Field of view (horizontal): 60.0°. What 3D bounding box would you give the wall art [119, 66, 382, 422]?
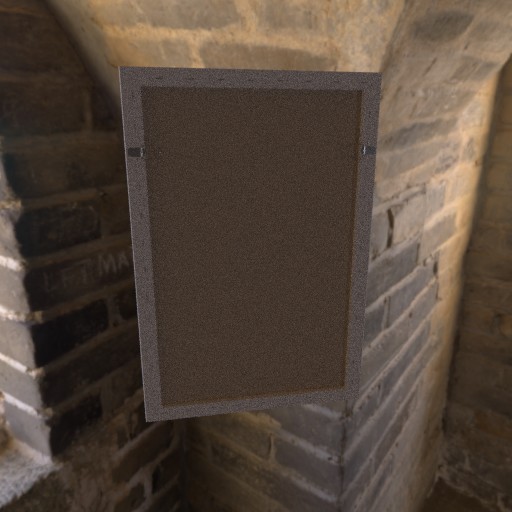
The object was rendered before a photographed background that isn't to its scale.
[{"bbox_3d":[0.000,0.000,1.175,0.624,0.914,0.043,-3,16,-10],"label":"wall art"}]
